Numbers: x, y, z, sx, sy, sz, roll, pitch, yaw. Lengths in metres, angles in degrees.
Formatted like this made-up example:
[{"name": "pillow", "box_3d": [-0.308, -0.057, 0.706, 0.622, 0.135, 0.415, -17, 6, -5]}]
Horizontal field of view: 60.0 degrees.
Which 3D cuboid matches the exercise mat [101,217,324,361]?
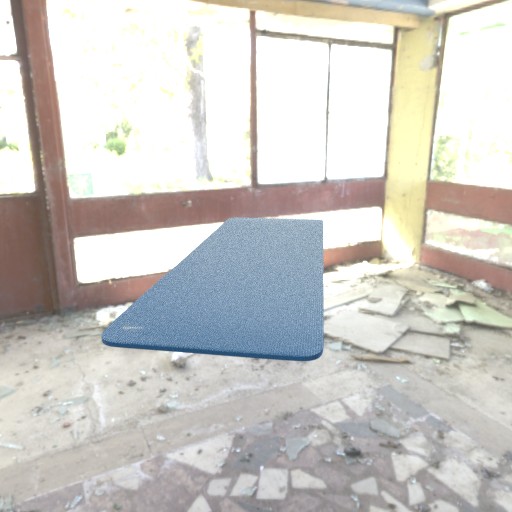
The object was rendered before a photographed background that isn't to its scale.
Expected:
[{"name": "exercise mat", "box_3d": [0.000, 0.000, 2.038, 0.616, 0.021, 1.869, 2, 16, 8]}]
